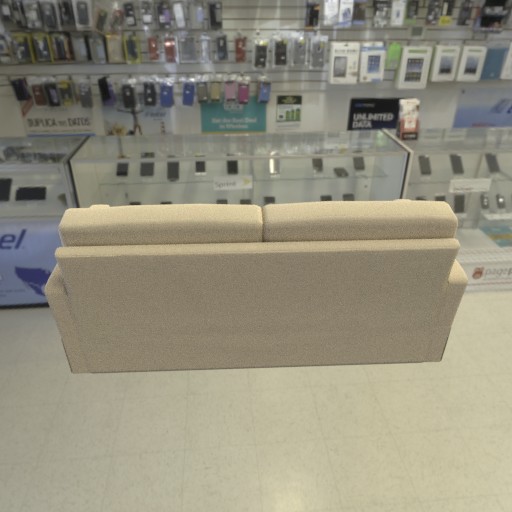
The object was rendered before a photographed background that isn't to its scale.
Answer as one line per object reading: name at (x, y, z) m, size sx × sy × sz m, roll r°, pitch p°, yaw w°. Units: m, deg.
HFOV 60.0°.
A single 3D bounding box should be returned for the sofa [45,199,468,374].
sofa at (0.000, 0.000, 2.257) m, size 1.808 × 0.831 × 0.894 m, roll -1°, pitch 30°, yaw -2°
